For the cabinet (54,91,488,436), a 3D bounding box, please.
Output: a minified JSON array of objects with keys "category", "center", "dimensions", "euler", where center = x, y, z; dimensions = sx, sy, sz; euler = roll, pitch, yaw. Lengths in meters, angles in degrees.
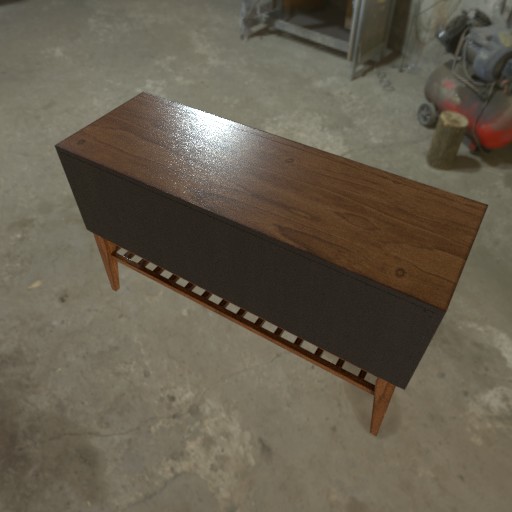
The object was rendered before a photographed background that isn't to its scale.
[{"category":"cabinet","center":[0.000,0.000,1.738],"dimensions":[1.363,0.802,0.477],"euler":[24,51,21]}]
